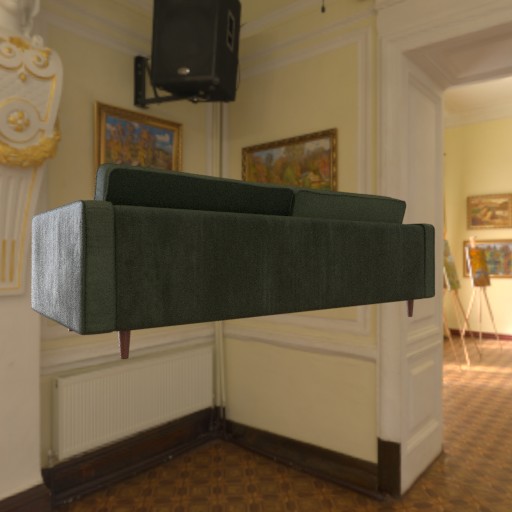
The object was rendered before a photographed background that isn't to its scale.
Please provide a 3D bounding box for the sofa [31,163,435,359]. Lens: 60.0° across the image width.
[{"bbox_3d":[0.000,0.000,2.540,2.199,0.769,0.918,0,0,-37],"label":"sofa"}]
